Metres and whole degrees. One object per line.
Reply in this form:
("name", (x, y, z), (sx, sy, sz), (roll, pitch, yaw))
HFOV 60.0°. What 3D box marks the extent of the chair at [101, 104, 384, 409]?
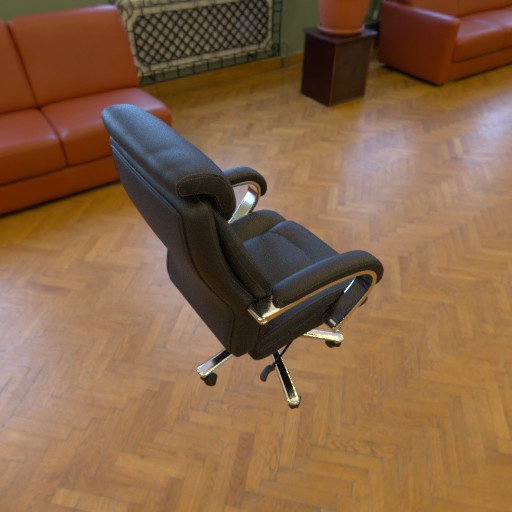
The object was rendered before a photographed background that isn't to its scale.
("chair", (0.000, 0.000, 1.663), (0.790, 1.183, 0.755), (-25, 47, -26))
